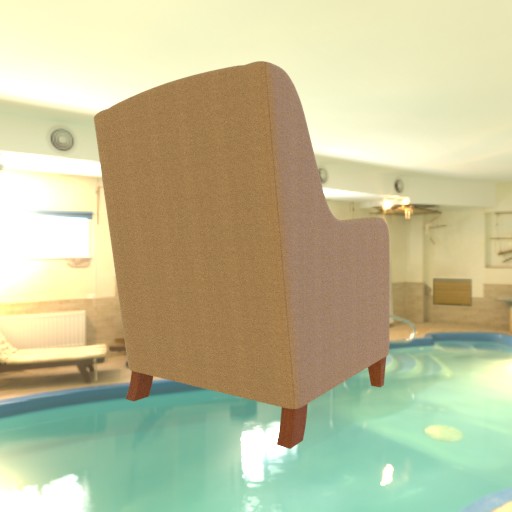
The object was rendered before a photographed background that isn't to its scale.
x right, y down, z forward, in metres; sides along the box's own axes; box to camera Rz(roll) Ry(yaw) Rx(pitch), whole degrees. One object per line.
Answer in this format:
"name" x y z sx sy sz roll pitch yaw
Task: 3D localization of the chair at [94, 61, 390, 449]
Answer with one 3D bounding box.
"chair" 0.000 0.000 1.624 0.715 1.017 0.890 0 0 36
